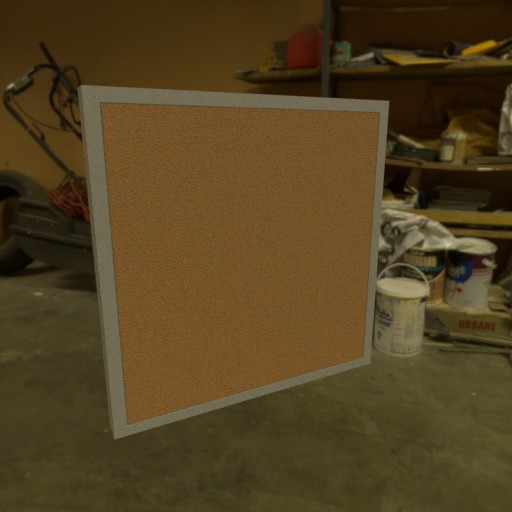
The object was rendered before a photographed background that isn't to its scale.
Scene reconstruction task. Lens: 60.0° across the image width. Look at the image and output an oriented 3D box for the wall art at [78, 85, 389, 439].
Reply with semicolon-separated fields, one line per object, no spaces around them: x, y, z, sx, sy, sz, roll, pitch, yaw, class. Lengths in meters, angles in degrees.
0.000;0.000;0.740;0.506;0.506;0.038;-8;17;-27;wall art
